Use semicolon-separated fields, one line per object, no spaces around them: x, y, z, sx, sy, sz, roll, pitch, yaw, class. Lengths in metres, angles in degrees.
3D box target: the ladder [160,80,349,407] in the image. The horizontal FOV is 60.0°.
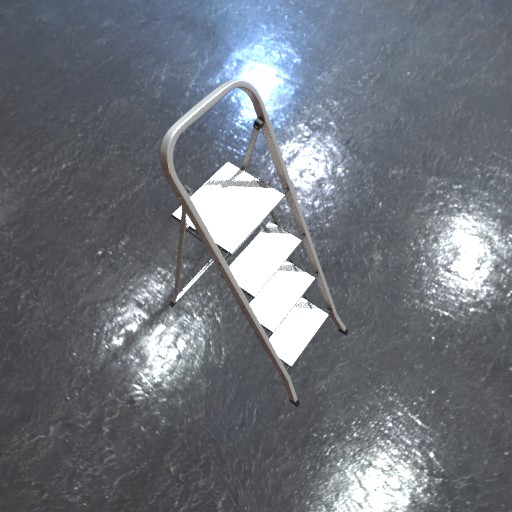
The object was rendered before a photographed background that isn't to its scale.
0.000;0.000;1.730;0.830;1.290;0.465;33;64;18;ladder
